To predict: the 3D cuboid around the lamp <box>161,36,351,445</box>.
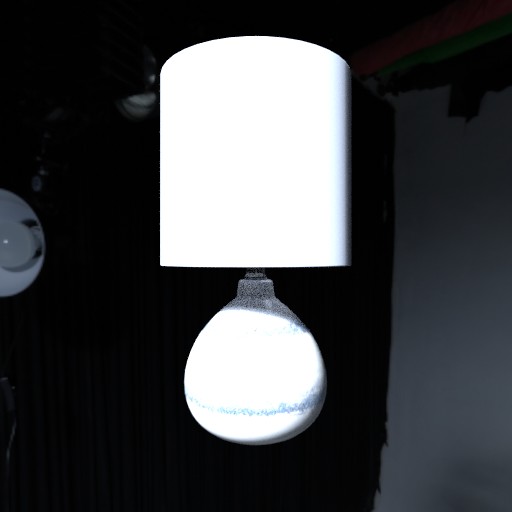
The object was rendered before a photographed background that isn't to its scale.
[{"bbox_3d":[0.000,0.000,0.515,0.216,0.404,0.216,0,0,-35],"label":"lamp"}]
